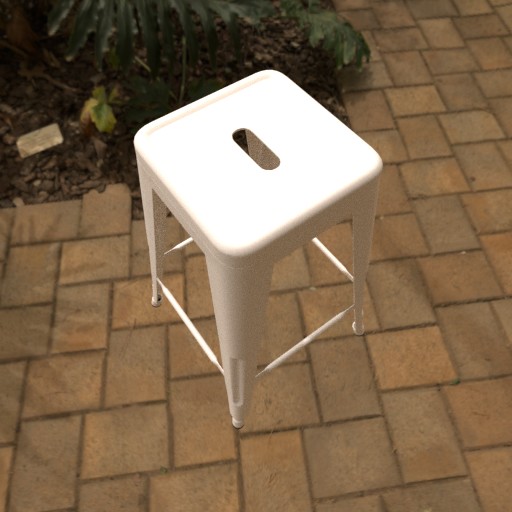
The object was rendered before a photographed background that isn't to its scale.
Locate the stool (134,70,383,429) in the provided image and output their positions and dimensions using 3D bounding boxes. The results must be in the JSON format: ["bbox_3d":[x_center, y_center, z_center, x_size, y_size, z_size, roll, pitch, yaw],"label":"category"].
[{"bbox_3d":[0.000,0.000,0.901,0.406,0.610,0.406,-32,64,-18],"label":"stool"}]
